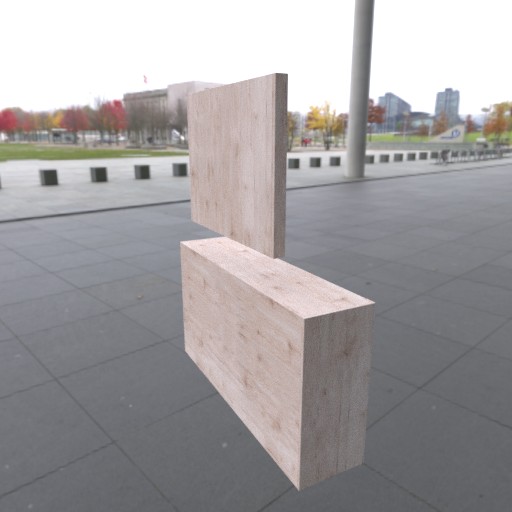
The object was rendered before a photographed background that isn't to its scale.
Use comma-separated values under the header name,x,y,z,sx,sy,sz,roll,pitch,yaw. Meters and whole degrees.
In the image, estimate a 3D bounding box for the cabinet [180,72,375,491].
name,x,y,z,sx,sy,sz,roll,pitch,yaw
cabinet,0.000,0.000,2.772,0.420,1.981,1.700,-8,17,-27
